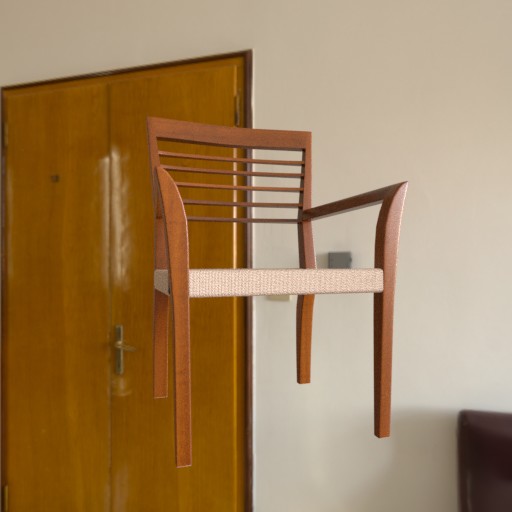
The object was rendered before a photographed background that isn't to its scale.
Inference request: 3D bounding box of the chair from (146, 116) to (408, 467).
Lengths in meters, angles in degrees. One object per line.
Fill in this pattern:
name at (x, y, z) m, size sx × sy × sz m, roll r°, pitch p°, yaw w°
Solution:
chair at (0.000, 0.000, 1.215) m, size 0.587 × 0.855 × 0.540 m, roll 0°, pitch 0°, yaw -18°
